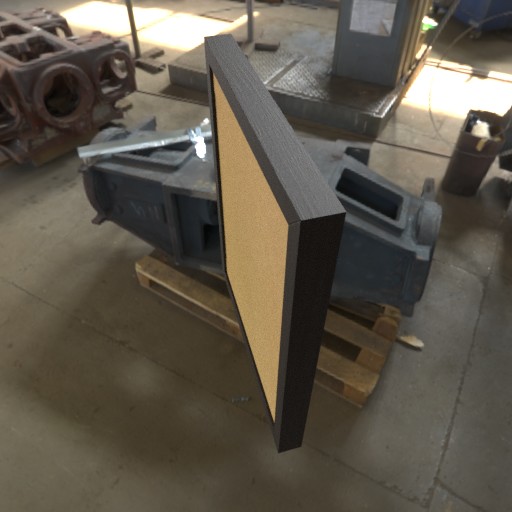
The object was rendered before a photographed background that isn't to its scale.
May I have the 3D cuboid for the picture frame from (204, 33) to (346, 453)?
[{"bbox_3d":[0.000,0.000,0.750,0.044,0.555,0.452,-11,47,-11],"label":"picture frame"}]
